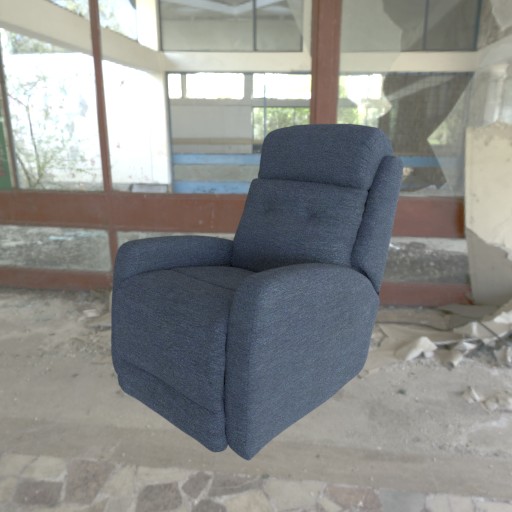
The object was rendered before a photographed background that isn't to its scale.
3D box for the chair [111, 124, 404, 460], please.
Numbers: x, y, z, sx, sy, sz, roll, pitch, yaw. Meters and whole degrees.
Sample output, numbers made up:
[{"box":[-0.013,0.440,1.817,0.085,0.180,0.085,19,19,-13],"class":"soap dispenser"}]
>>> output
[{"box":[0.000,0.000,1.759,0.798,1.013,1.043,14,21,41],"class":"chair"}]
